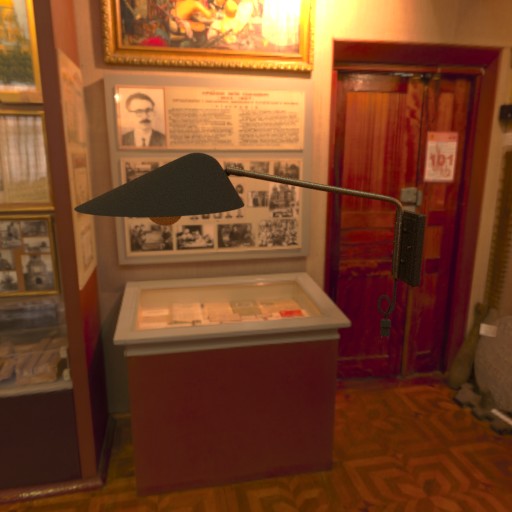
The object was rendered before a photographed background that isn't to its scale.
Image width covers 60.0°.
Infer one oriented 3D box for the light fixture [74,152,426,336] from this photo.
[{"bbox_3d":[0.000,0.000,0.688,0.516,0.312,0.240,-2,13,-9],"label":"light fixture"}]
